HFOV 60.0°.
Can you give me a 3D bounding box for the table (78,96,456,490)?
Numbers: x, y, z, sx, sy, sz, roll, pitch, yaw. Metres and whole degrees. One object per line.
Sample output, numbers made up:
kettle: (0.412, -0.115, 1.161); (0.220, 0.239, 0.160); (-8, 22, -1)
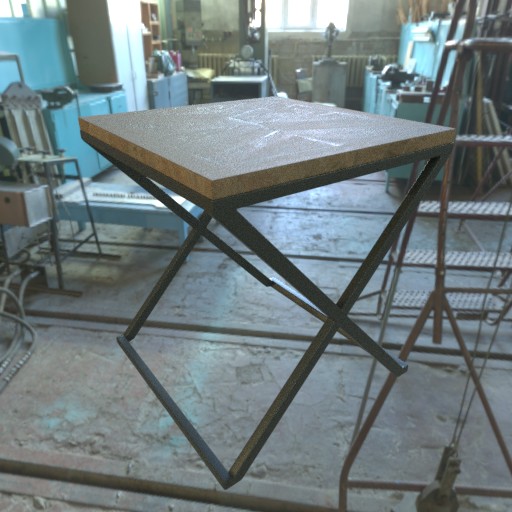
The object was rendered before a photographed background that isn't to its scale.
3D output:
table: (0.000, 0.000, 0.937); (0.498, 0.550, 0.499); (-19, 33, -32)
